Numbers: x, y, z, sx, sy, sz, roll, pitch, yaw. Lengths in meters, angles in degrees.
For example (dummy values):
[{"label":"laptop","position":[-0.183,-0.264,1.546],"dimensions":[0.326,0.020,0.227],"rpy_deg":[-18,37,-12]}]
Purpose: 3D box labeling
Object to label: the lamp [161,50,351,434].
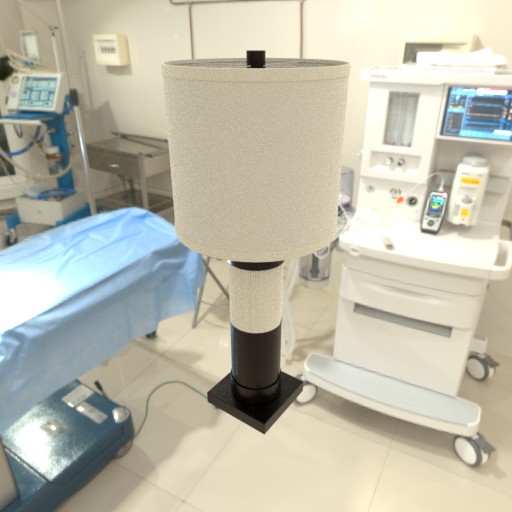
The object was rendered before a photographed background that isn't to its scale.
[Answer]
[{"label":"lamp","position":[0.000,0.000,0.605],"dimensions":[0.211,0.509,0.211],"rpy_deg":[18,32,32]}]
